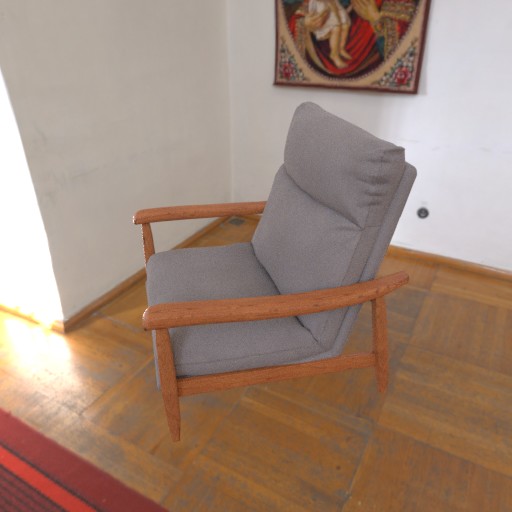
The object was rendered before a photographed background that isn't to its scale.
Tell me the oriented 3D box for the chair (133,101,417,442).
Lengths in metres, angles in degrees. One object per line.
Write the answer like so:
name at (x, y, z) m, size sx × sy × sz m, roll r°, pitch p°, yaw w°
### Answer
chair at (0.000, 0.000, 1.579) m, size 0.816 × 0.922 × 0.782 m, roll -8°, pitch 31°, yaw -14°
